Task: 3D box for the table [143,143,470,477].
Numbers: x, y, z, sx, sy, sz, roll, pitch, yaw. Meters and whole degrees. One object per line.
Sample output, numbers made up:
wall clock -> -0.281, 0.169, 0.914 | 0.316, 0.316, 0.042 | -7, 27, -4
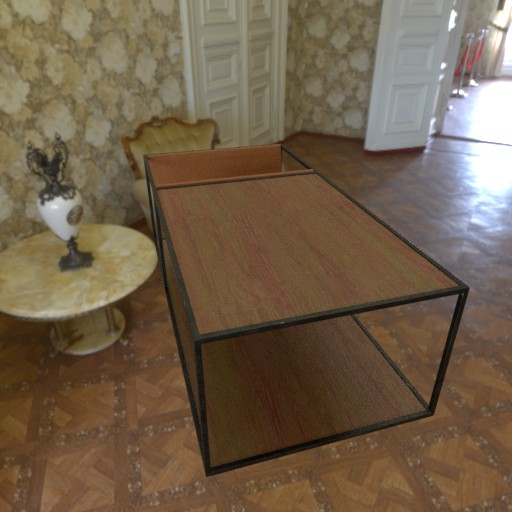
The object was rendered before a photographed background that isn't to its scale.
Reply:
table -> 0.000, 0.000, 1.472 | 0.597, 0.403, 1.199 | -8, 30, -15
